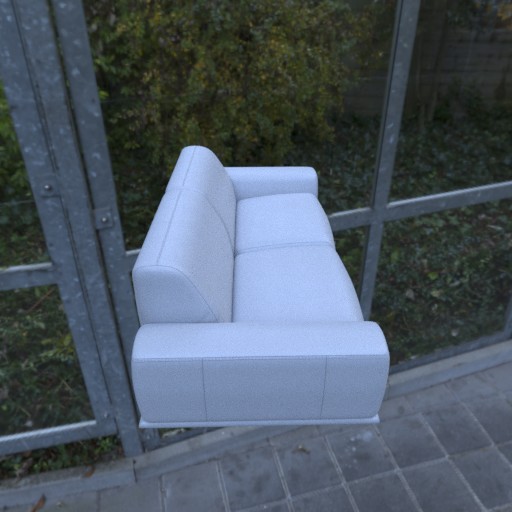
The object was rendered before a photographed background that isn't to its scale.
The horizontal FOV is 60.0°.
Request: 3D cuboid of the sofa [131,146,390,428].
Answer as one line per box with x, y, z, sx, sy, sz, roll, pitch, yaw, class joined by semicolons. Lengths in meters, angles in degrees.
0.000;0.000;2.331;0.900;0.772;1.901;-1;30;-1;sofa
